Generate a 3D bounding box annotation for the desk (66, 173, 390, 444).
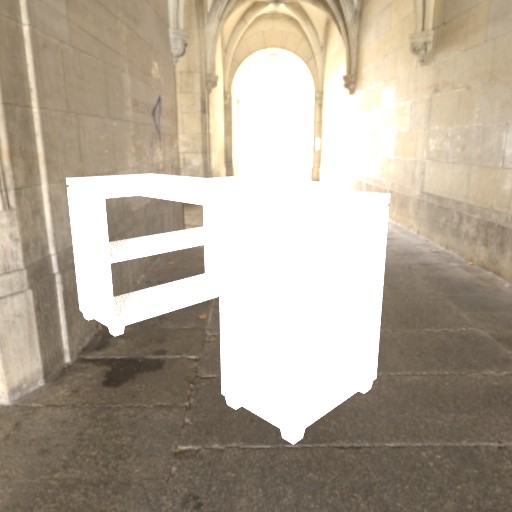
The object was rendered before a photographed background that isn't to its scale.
[{"bbox_3d":[0.000,0.000,2.233,1.524,0.759,1.199,14,20,43],"label":"desk"}]
